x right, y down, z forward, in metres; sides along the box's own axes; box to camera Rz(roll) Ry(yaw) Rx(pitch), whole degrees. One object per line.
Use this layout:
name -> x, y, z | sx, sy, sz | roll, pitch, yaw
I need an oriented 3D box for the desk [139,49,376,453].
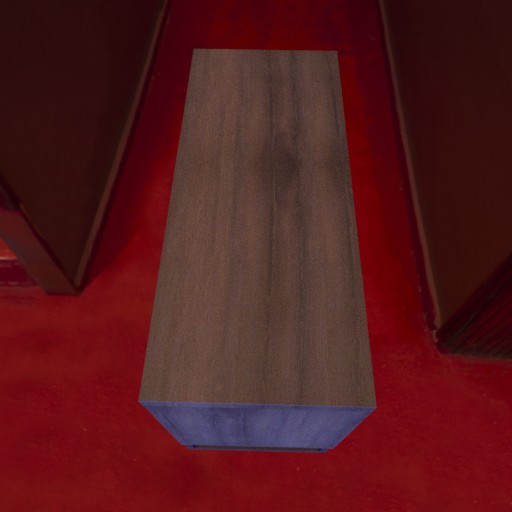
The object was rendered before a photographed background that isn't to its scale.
desk -> 0.000, 0.000, 1.493 | 0.511, 0.752, 1.134 | 1, 59, 1
